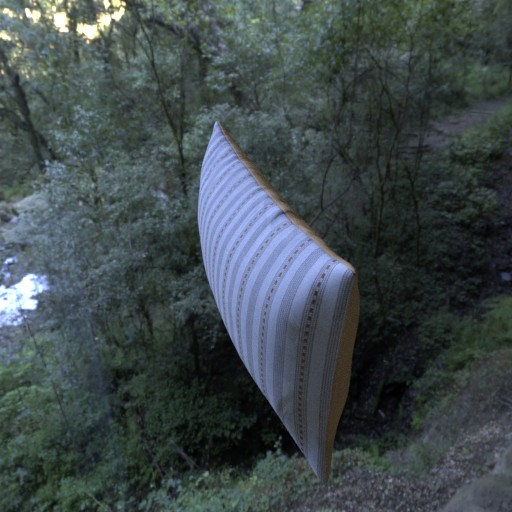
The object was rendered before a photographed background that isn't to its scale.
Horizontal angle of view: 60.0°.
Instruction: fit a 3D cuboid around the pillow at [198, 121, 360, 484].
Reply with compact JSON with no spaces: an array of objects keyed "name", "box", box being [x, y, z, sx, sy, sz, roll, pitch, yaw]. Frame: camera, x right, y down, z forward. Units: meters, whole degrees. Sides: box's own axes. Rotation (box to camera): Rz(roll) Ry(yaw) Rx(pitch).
[{"name":"pillow","box":[0.000,0.000,0.706,0.151,0.291,0.608,-8,30,-14]}]
